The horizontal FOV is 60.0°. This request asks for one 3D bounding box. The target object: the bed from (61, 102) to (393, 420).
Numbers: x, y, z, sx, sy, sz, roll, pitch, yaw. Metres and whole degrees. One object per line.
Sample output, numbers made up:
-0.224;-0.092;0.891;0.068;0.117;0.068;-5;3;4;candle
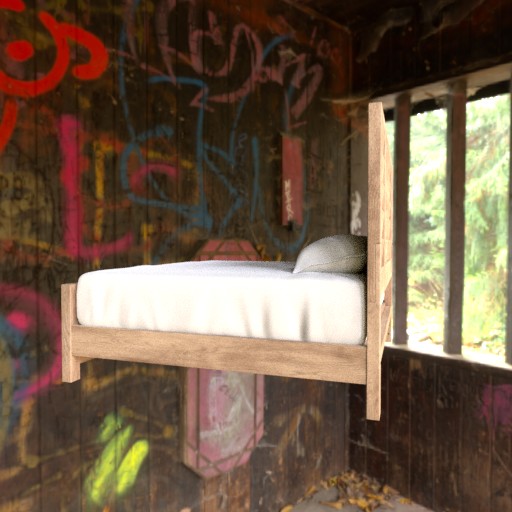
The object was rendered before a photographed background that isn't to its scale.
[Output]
0.000;0.000;3.541;2.032;1.626;2.032;1;2;19;bed
